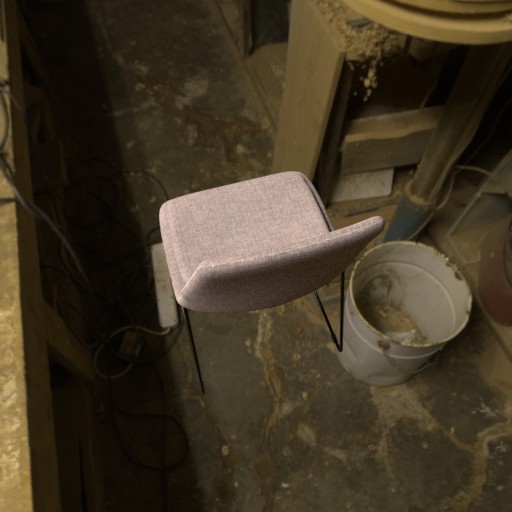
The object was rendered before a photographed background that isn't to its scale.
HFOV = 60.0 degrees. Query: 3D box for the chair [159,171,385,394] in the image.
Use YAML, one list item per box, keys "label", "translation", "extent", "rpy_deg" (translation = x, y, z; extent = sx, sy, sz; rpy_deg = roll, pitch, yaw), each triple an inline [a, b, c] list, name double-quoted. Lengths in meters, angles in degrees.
- label: "chair"
  translation: [0.000, 0.000, 1.163]
  extent: [0.479, 0.858, 0.518]
  rpy_deg: [-15, 60, -9]
